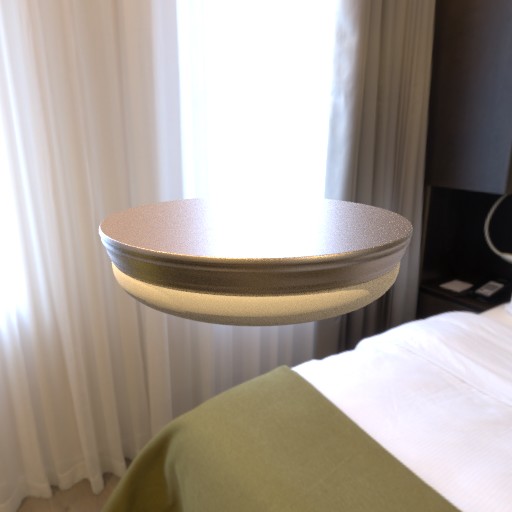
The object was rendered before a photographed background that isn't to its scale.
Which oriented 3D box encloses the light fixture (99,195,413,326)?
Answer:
[{"bbox_3d":[0.000,0.000,0.560,0.368,0.100,0.368,0,16,0],"label":"light fixture"}]
